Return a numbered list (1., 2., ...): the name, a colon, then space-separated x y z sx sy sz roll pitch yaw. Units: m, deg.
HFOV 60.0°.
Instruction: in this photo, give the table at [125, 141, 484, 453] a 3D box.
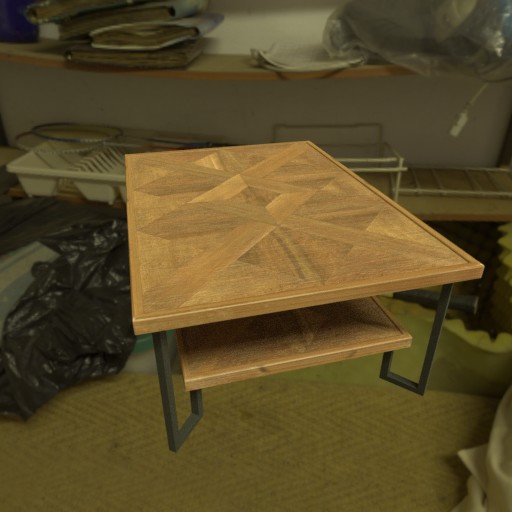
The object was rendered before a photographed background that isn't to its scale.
1. table: 0.000 0.000 1.671 0.877 0.492 1.238 -8 31 -13
